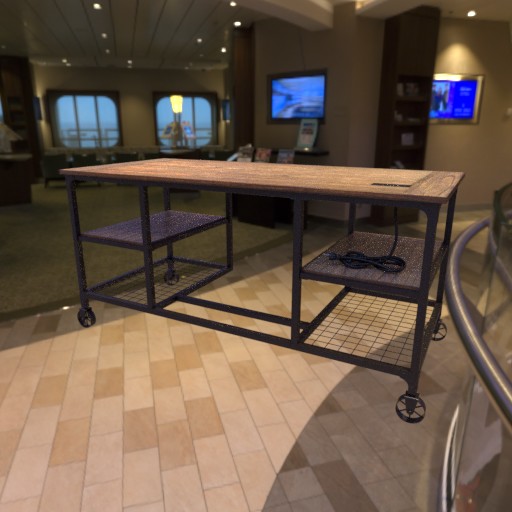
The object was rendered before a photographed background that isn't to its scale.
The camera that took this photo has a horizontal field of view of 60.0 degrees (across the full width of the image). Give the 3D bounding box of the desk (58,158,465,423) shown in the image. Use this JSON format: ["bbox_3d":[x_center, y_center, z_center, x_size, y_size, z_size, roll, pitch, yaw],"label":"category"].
[{"bbox_3d":[0.000,0.000,1.973,1.590,0.751,0.711,9,19,27],"label":"desk"}]
